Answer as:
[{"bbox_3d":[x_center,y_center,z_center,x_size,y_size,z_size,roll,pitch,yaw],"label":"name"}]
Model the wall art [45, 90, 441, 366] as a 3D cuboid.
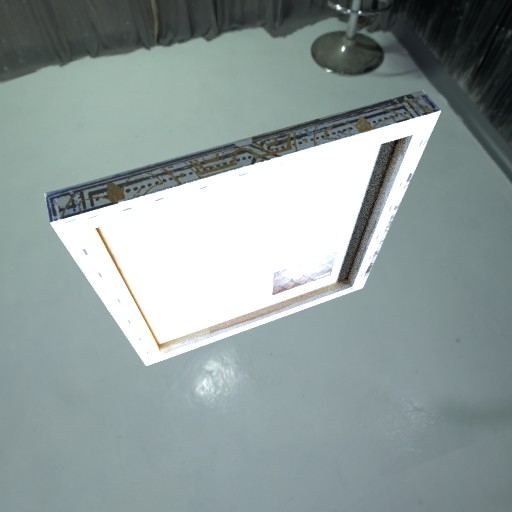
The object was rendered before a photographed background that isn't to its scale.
[{"bbox_3d":[0.000,0.000,0.619,0.411,0.410,0.038,-18,60,-11],"label":"wall art"}]
